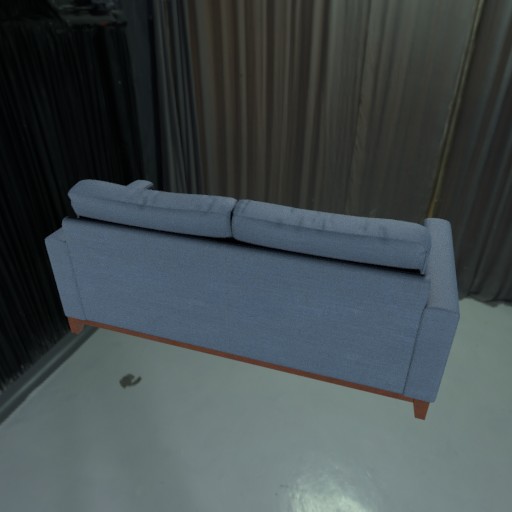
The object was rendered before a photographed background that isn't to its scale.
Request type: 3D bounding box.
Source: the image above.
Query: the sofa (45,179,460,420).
[{"bbox_3d":[0.000,0.000,2.344,1.900,0.865,0.877,10,32,16],"label":"sofa"}]
